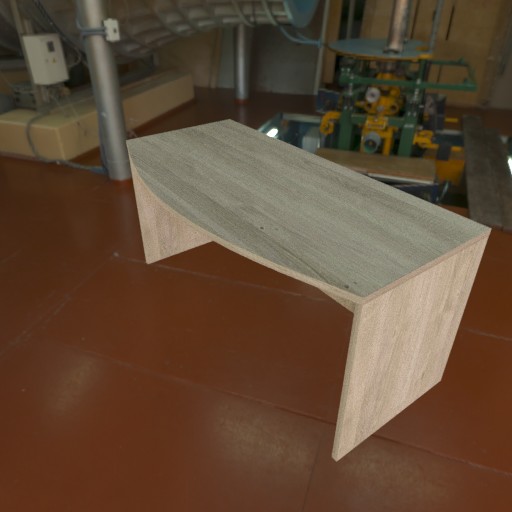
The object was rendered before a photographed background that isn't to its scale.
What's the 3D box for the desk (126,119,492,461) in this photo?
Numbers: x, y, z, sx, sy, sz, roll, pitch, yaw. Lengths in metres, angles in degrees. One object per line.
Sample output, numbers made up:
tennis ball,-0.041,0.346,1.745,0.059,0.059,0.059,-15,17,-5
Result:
desk,0.000,0.000,2.045,0.802,0.752,1.600,-22,39,-30
